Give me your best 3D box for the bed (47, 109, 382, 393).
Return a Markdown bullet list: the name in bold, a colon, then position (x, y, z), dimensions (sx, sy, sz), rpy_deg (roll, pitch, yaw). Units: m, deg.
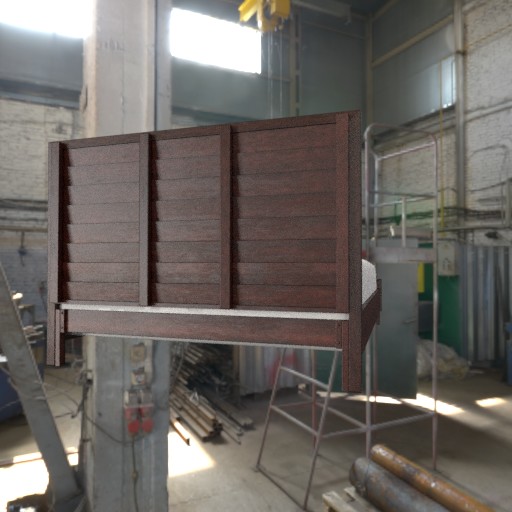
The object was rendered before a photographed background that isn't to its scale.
- **bed**: position (0.000, 0.000, 3.932), dimensions (2.040, 1.492, 2.803), rpy_deg (0, -1, 18)
